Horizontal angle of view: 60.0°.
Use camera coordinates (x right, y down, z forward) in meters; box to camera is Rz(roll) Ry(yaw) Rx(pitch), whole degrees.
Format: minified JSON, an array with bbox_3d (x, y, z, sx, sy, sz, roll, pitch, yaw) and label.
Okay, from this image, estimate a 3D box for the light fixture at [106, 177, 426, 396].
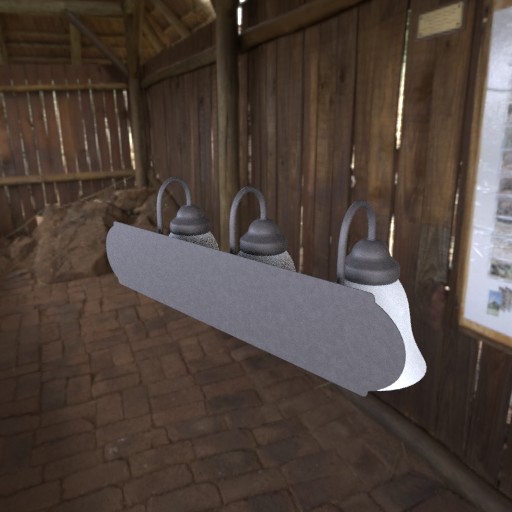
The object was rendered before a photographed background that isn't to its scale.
[{"bbox_3d":[0.000,0.000,0.703,0.610,0.222,0.199,15,22,43],"label":"light fixture"}]
